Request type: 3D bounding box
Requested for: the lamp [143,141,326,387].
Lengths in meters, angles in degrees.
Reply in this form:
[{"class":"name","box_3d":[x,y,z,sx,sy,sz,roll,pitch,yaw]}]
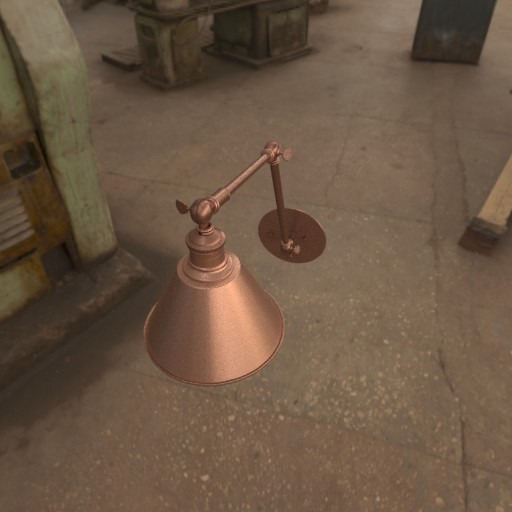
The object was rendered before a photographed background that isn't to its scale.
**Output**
[{"class":"lamp","box_3d":[0.000,0.000,0.864,0.223,0.502,0.624,13,42,15]}]
